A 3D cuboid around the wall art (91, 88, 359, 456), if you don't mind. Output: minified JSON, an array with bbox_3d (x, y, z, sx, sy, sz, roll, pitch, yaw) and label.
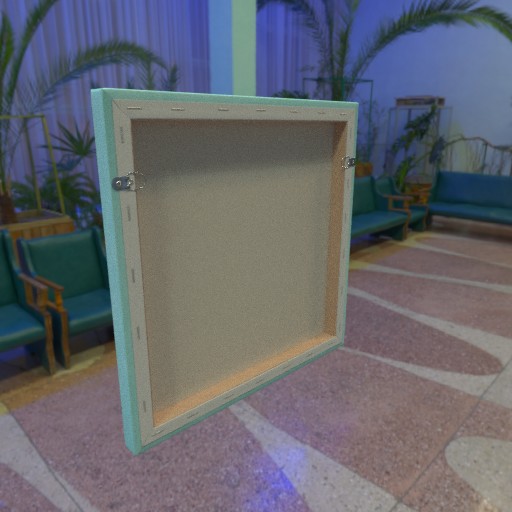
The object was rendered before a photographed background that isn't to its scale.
[{"bbox_3d":[0.000,0.000,1.134,0.765,0.766,0.054,-15,22,-41],"label":"wall art"}]
